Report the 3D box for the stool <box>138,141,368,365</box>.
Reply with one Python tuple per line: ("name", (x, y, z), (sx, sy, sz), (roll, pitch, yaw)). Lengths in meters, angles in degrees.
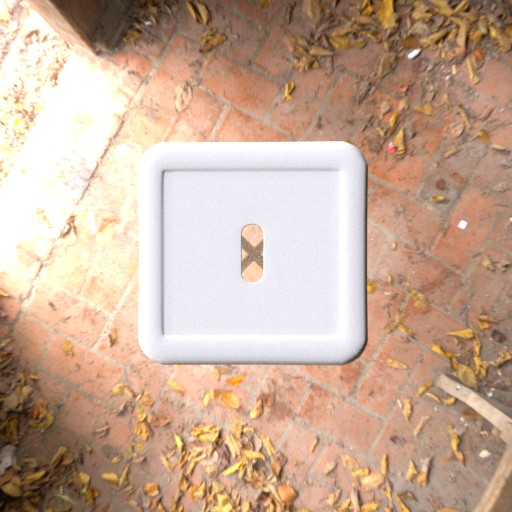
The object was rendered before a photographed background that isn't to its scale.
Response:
("stool", (0.000, 0.000, 0.899), (0.406, 0.610, 0.406), (0, 90, 1))
